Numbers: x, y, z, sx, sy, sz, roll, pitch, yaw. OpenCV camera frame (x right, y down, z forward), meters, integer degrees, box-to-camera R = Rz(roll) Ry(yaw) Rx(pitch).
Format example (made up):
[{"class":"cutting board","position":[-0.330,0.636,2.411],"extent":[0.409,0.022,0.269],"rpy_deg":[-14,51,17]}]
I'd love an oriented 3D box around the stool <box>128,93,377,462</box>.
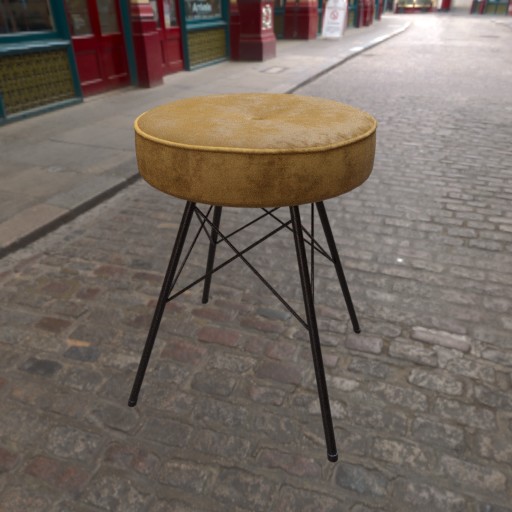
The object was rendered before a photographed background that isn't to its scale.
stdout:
[{"class":"stool","position":[0.000,0.000,0.925],"extent":[0.472,0.595,0.438],"rpy_deg":[10,31,17]}]
